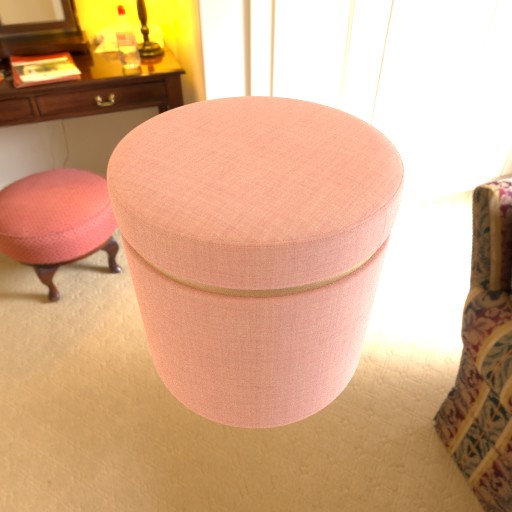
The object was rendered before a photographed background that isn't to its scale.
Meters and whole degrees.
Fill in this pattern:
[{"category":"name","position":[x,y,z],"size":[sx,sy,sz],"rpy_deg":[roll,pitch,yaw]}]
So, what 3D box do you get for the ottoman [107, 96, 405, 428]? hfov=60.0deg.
[{"category":"ottoman","position":[0.000,0.000,0.725],"size":[0.400,0.406,0.400],"rpy_deg":[0,41,0]}]
